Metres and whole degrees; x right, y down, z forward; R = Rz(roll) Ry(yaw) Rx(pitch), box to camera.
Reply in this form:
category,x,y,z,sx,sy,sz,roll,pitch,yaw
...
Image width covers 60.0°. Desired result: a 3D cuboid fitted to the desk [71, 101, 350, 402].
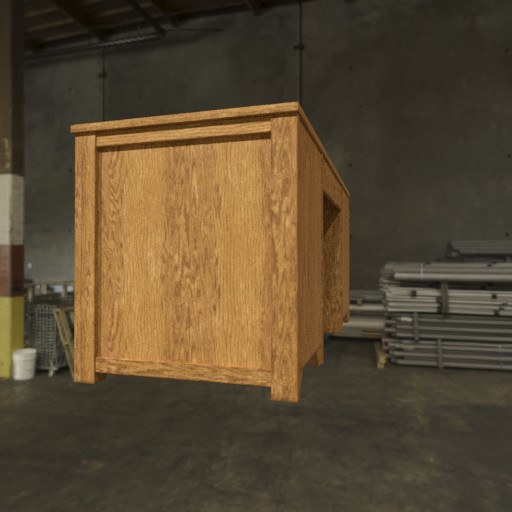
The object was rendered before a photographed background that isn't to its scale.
category,x,y,z,sx,sy,sz,roll,pitch,yaw
desk,0.000,0.000,1.946,0.685,0.751,1.567,0,-1,17
